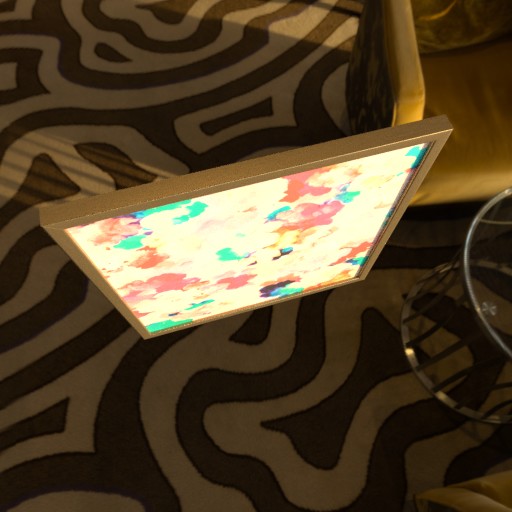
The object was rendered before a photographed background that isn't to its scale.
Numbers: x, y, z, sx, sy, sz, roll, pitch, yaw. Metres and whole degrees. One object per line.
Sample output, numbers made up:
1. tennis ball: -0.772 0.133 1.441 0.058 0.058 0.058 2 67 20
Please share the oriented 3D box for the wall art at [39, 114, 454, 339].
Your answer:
1. wall art: 0.000 0.000 1.147 0.767 0.765 0.036 -15 66 -7
